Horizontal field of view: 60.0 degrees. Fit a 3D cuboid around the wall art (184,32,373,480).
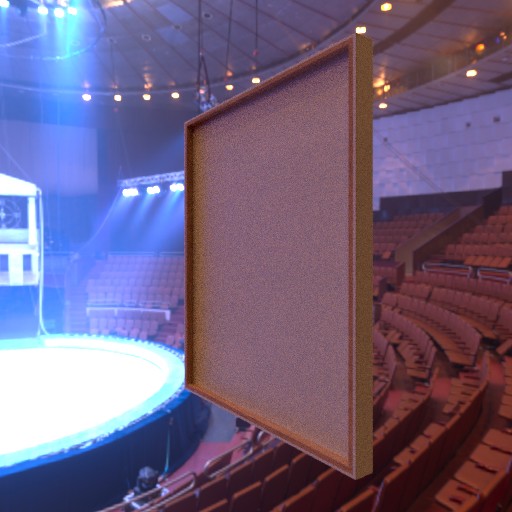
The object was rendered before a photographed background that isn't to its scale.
[{"bbox_3d":[0.000,0.000,0.814,0.037,0.606,0.508,0,0,-36],"label":"wall art"}]
